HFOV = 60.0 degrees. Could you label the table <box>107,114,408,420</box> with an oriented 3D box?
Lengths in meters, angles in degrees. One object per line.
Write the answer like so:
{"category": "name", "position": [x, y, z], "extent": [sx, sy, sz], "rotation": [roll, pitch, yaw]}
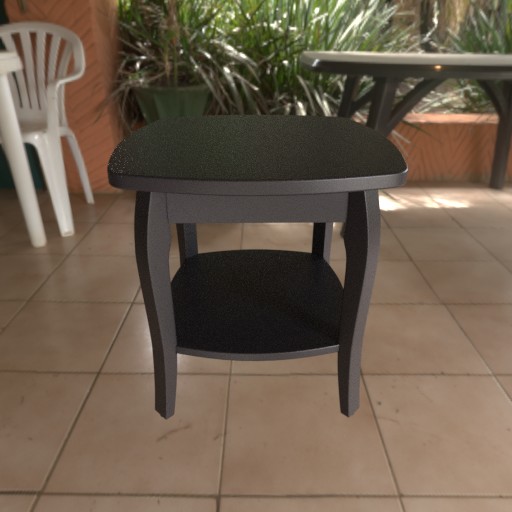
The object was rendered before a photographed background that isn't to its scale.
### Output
{"category": "table", "position": [0.000, 0.000, 0.869], "extent": [0.457, 0.457, 0.508], "rotation": [0, 26, -1]}
